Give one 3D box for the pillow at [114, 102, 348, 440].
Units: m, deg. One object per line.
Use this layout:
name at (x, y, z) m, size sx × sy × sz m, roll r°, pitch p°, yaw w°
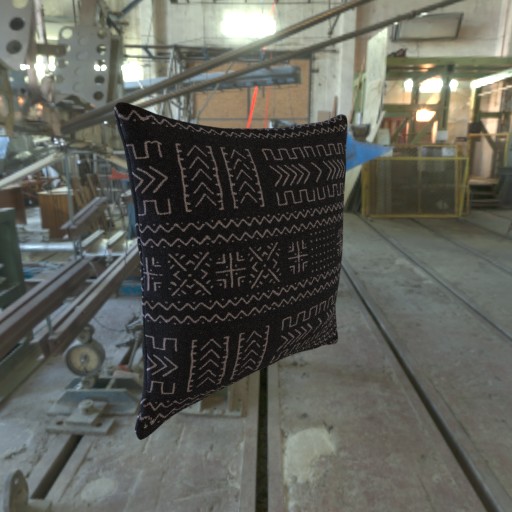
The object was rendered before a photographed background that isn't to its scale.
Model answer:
pillow at (0.000, 0.000, 0.676) m, size 0.438 × 0.430 × 0.164 m, roll -14°, pitch 20°, yaw -42°
